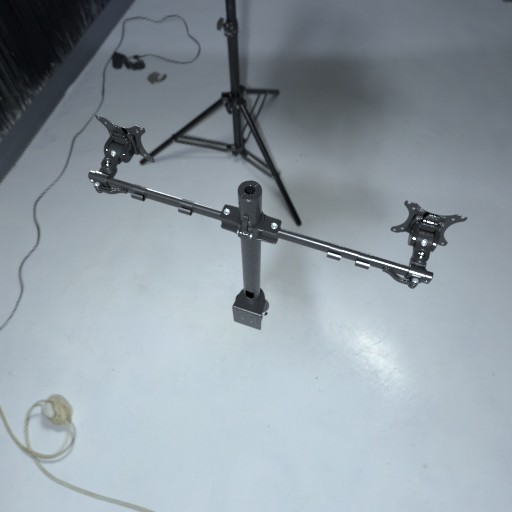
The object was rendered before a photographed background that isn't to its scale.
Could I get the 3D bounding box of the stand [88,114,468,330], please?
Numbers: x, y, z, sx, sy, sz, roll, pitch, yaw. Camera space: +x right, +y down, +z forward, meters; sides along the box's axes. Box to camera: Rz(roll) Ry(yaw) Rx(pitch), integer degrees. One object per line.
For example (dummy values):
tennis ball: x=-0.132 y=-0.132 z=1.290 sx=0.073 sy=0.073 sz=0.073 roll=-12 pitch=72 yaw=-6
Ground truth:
stand: x=0.000 y=0.000 z=1.031 sx=0.743 sy=0.603 sz=0.150 roll=17 pitch=64 yaw=9
